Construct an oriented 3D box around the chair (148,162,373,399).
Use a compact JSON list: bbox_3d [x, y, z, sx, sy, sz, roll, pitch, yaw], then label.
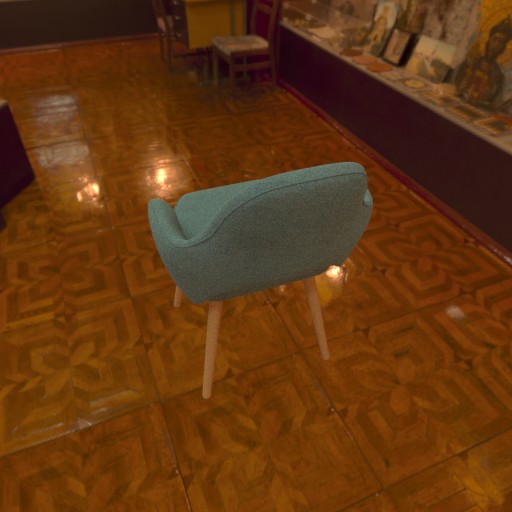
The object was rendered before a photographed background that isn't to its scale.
[{"bbox_3d":[0.000,0.000,1.354,0.589,0.920,0.666,-14,42,-15],"label":"chair"}]
